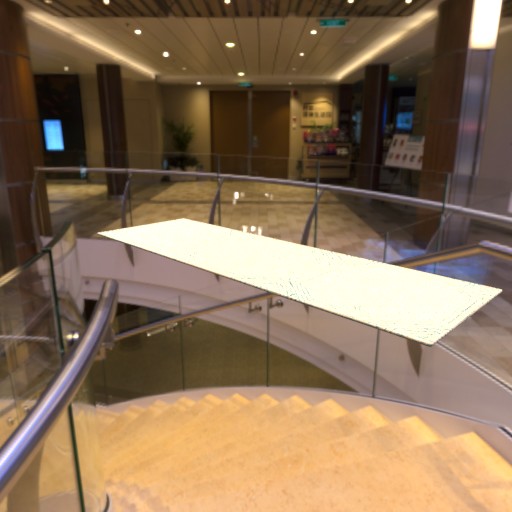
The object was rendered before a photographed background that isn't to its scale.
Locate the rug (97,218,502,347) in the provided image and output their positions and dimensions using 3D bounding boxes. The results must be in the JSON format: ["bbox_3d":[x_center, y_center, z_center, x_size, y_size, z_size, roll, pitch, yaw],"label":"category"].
[{"bbox_3d":[0.000,0.000,2.617,2.452,0.012,0.775,15,22,42],"label":"rug"}]
